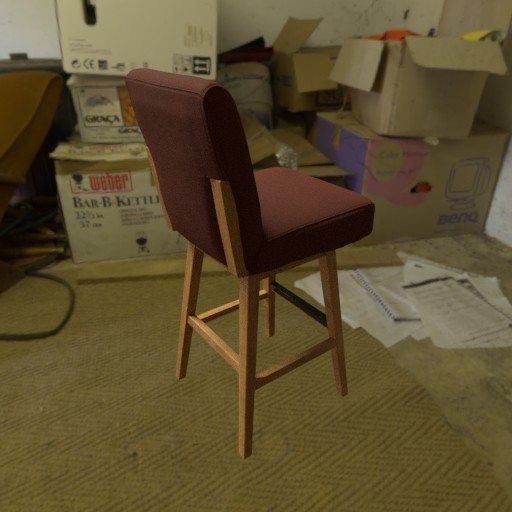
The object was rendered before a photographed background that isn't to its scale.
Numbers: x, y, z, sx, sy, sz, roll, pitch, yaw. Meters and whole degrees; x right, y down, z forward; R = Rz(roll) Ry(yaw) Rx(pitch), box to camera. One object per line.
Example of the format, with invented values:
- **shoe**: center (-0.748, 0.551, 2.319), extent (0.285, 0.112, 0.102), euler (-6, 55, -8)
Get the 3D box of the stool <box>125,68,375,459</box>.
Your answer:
- **stool**: center (0.000, 0.000, 1.387), extent (0.562, 1.093, 0.468), euler (-19, 33, -32)
